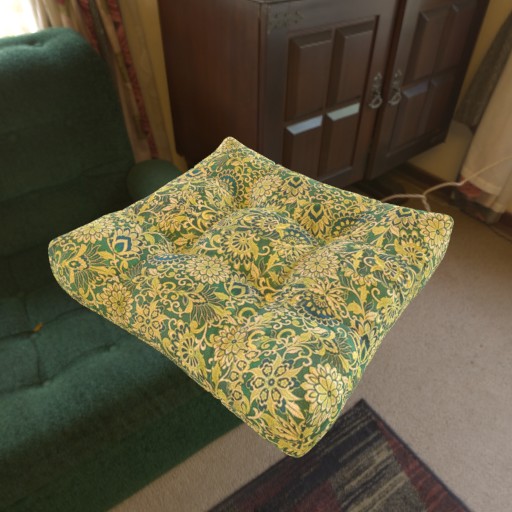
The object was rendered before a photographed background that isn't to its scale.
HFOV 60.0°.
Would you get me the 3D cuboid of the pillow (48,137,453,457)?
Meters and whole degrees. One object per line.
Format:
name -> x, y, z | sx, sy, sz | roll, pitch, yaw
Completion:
pillow -> 0.000, 0.000, 0.726 | 0.490, 0.128, 0.468 | 26, 48, 27
